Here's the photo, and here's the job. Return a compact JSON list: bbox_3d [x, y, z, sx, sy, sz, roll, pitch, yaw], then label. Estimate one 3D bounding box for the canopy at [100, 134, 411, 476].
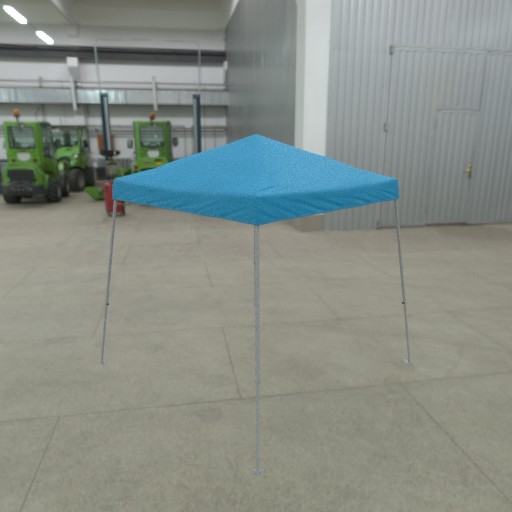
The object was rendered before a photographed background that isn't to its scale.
[{"bbox_3d":[0.000,0.000,6.793,3.599,3.600,3.600,14,20,43],"label":"canopy"}]
